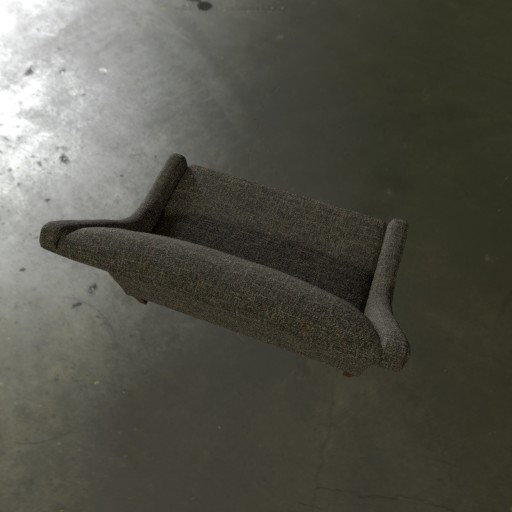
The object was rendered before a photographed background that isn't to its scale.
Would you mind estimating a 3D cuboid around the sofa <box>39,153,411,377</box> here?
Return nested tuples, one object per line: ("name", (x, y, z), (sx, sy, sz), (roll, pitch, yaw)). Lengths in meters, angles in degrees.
("sofa", (0.000, 0.000, 1.959), (1.242, 1.021, 0.870), (18, 64, 9))
